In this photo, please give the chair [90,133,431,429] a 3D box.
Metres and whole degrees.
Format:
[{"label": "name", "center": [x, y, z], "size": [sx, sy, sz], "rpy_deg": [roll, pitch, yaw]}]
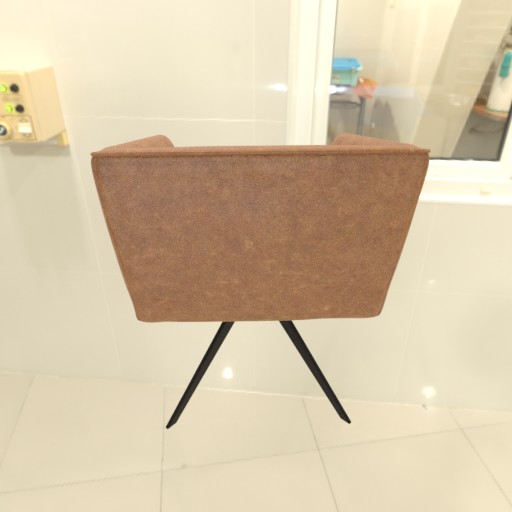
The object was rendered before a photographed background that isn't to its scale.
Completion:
[{"label": "chair", "center": [0.000, 0.000, 1.184], "size": [0.588, 0.760, 0.625], "rpy_deg": [-1, 30, -2]}]
